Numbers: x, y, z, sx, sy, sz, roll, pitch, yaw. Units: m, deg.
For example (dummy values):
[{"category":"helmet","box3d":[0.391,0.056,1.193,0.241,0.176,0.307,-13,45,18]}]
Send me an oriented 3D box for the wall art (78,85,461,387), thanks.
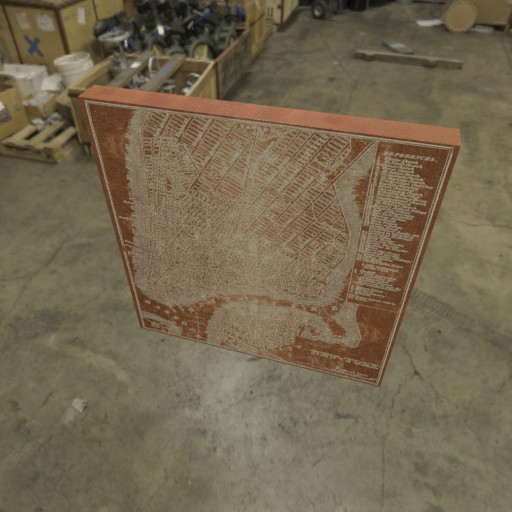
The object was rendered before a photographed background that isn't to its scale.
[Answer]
[{"category":"wall art","box3d":[0.000,0.000,0.595,0.403,0.403,0.035,11,43,12]}]
